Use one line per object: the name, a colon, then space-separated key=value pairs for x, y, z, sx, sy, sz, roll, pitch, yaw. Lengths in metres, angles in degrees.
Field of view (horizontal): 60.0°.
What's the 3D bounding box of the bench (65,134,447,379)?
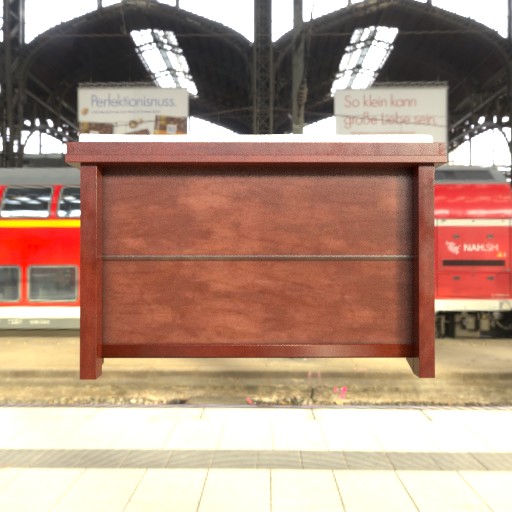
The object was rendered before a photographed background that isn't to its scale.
bench: x=0.000 y=0.000 z=1.328 sx=0.987 sy=0.646 sz=0.369 roll=0 pitch=-1 yaw=0
